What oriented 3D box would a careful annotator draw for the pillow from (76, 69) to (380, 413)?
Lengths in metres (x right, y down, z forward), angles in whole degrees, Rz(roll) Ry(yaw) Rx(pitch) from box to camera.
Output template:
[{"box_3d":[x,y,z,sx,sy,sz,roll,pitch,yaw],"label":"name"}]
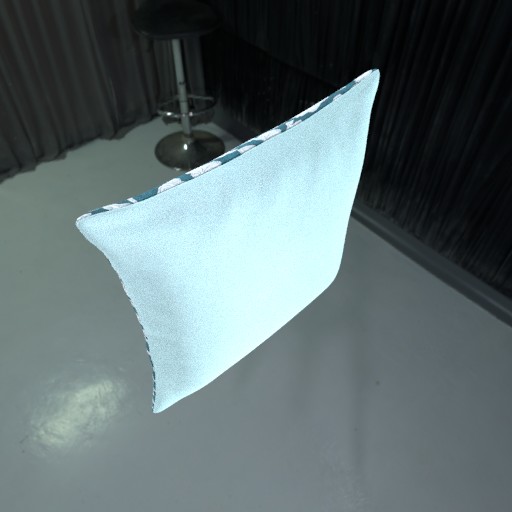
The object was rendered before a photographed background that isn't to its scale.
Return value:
[{"box_3d":[0.000,0.000,0.774,0.525,0.508,0.166,-34,56,-27],"label":"pillow"}]
